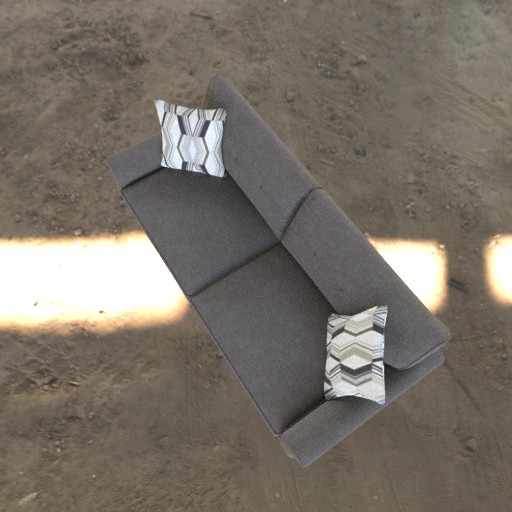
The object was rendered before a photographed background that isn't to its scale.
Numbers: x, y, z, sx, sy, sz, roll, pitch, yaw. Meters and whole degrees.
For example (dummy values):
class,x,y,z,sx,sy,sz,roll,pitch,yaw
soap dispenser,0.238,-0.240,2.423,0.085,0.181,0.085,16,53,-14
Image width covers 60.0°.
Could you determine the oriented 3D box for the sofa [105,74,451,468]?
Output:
class,x,y,z,sx,sy,sz,roll,pitch,yaw
sofa,0.000,0.000,2.493,0.889,0.813,2.032,-31,69,-14
